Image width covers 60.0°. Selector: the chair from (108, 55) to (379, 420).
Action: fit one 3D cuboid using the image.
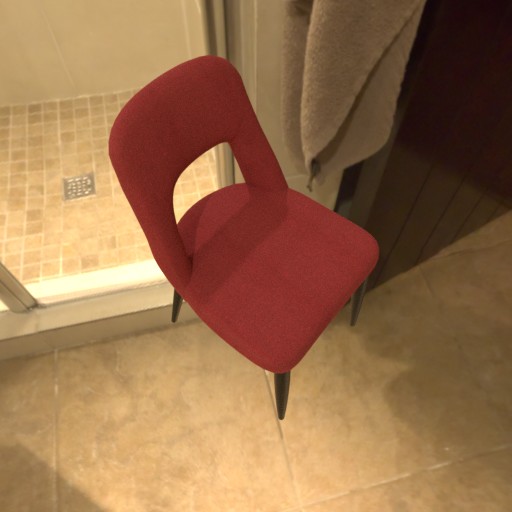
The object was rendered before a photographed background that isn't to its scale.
[{"bbox_3d":[0.000,0.000,1.224,0.569,0.892,0.483,35,64,20],"label":"chair"}]
